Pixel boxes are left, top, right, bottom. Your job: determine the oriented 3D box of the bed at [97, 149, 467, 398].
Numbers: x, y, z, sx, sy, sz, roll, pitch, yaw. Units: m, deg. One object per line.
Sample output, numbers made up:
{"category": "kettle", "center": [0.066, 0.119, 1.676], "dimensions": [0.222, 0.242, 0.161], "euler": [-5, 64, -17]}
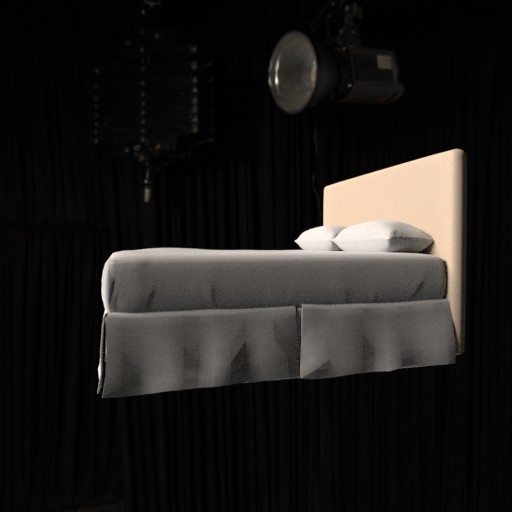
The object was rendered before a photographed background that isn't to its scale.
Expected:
{"category": "bed", "center": [0.000, 0.000, 3.240], "dimensions": [2.142, 1.330, 1.884], "euler": [0, 1, -17]}
